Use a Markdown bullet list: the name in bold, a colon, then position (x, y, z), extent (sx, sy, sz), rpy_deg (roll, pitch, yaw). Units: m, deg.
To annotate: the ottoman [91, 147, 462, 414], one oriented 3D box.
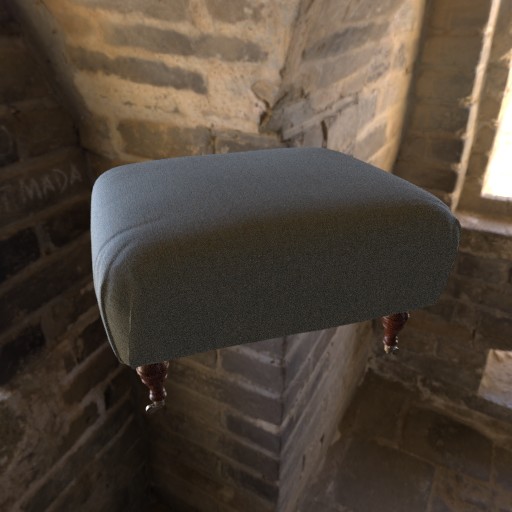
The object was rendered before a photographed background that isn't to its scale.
- **ottoman**: position (0.000, 0.000, 1.107), extent (0.747, 0.450, 0.622), rpy_deg (-9, 28, -17)
